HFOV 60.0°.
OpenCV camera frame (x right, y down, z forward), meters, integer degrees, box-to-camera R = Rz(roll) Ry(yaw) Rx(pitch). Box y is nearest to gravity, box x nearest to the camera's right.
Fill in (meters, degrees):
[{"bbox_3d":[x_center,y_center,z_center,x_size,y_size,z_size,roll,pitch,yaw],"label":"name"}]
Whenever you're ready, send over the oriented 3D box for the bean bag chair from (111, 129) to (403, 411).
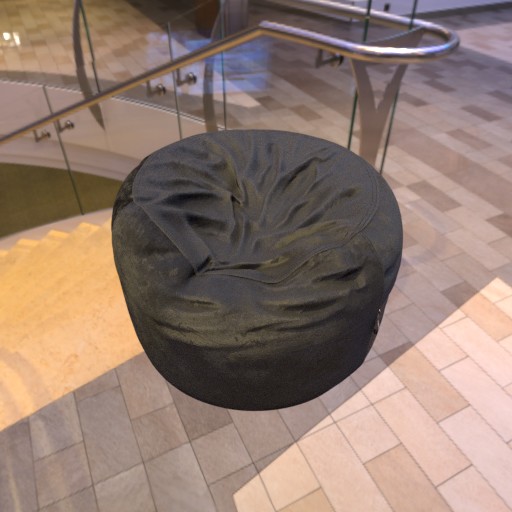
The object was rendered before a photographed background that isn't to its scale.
[{"bbox_3d":[0.000,0.000,1.509,0.918,0.605,0.918,0,40,0],"label":"bean bag chair"}]
